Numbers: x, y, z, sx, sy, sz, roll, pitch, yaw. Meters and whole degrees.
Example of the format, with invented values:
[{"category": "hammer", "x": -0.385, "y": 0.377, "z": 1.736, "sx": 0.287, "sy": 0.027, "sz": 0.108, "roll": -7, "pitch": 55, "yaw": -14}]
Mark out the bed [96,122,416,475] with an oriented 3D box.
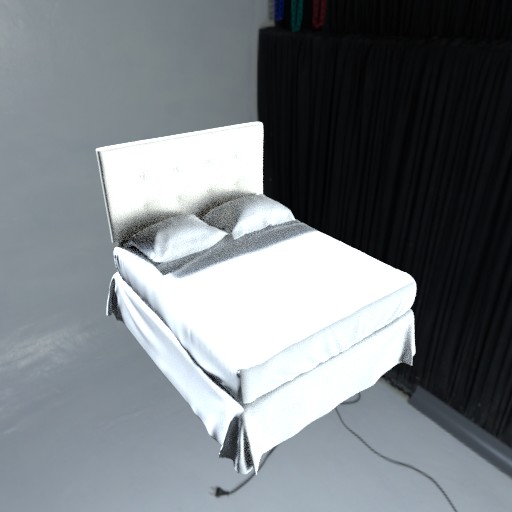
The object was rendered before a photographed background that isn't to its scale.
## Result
[{"category": "bed", "x": 0.000, "y": 0.000, "z": 3.573, "sx": 1.936, "sy": 1.577, "sz": 2.222, "roll": -20, "pitch": 35, "yaw": -32}]
